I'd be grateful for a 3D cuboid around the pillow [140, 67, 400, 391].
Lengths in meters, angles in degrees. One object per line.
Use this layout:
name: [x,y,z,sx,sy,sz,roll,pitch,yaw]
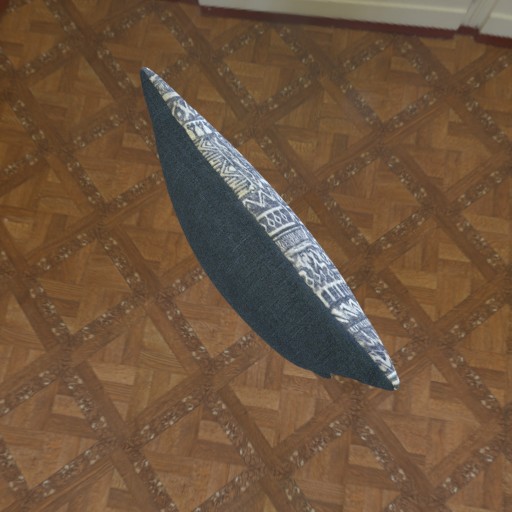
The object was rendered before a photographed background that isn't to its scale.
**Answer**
pillow: [0.000,0.000,0.794,0.180,0.487,0.546,-36,79,-8]
